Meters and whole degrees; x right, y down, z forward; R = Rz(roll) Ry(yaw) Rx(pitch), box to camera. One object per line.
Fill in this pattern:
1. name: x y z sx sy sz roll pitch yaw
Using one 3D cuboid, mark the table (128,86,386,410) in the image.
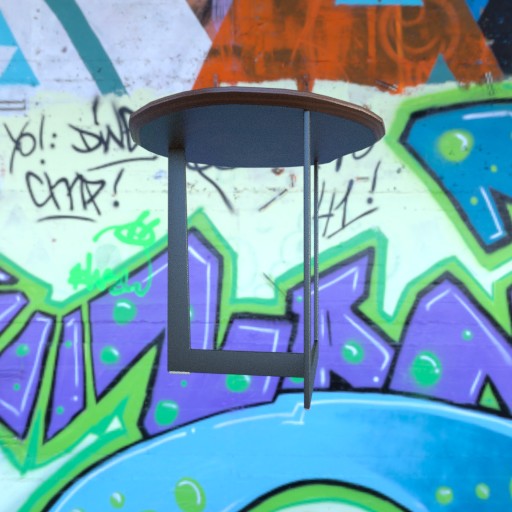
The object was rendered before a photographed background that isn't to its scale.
1. table: 0.000 0.000 0.863 0.494 0.476 0.477 0 -1 0
